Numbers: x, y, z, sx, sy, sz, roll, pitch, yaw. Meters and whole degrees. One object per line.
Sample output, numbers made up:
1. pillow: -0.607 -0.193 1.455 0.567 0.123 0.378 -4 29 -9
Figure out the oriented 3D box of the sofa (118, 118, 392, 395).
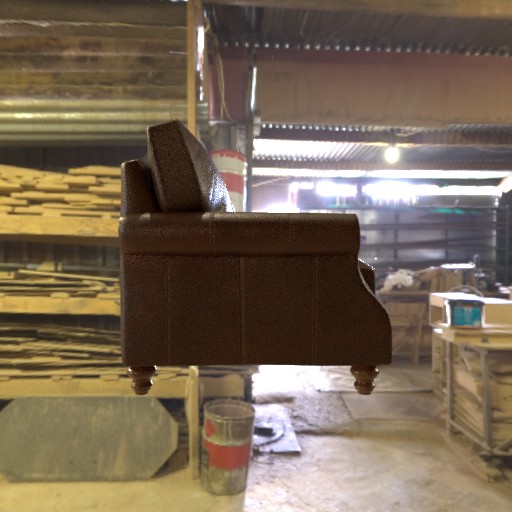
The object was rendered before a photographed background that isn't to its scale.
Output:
1. sofa: 0.000 0.000 2.252 0.990 0.976 1.616 0 0 -1
